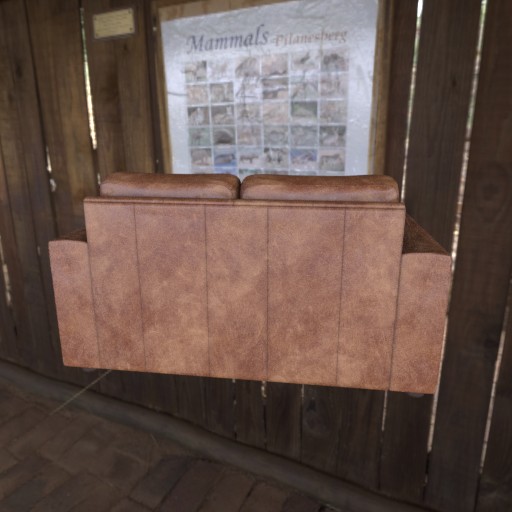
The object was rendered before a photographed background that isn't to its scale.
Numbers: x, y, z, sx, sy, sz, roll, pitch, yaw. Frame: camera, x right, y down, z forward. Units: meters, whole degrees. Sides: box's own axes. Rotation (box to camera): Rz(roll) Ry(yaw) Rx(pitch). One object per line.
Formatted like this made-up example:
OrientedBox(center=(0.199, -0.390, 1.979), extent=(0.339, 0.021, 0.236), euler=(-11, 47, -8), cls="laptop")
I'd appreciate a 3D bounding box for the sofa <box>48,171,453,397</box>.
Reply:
OrientedBox(center=(0.000, 0.000, 2.268), extent=(1.626, 0.889, 1.041), euler=(2, 16, 8), cls="sofa")
